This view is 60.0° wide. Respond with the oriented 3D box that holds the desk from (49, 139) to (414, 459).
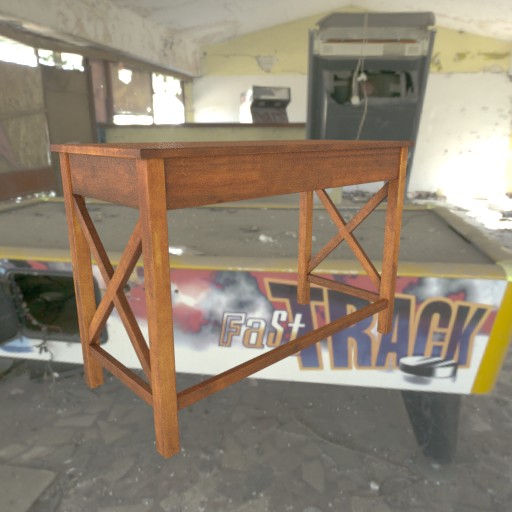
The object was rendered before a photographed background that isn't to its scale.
[{"bbox_3d":[0.000,0.000,1.536,1.117,0.762,0.508,-14,21,-41],"label":"desk"}]
